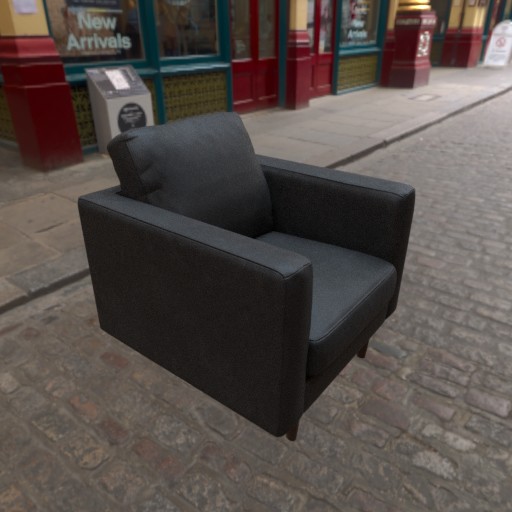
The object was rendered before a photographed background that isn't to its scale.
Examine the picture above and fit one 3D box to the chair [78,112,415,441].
[{"bbox_3d":[0.000,0.000,1.596,0.879,0.898,0.831,19,33,33],"label":"chair"}]
